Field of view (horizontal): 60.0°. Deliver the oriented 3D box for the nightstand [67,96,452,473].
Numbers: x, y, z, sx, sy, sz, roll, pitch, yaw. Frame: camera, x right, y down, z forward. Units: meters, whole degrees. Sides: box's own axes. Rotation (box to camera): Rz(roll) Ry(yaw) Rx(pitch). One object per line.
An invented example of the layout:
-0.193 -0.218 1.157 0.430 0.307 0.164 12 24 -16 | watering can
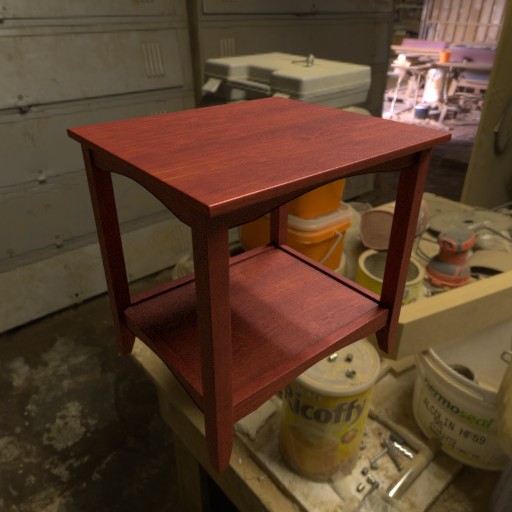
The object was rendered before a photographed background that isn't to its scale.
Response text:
0.000 0.000 0.996 0.558 0.558 0.501 -22 36 -33 | nightstand
